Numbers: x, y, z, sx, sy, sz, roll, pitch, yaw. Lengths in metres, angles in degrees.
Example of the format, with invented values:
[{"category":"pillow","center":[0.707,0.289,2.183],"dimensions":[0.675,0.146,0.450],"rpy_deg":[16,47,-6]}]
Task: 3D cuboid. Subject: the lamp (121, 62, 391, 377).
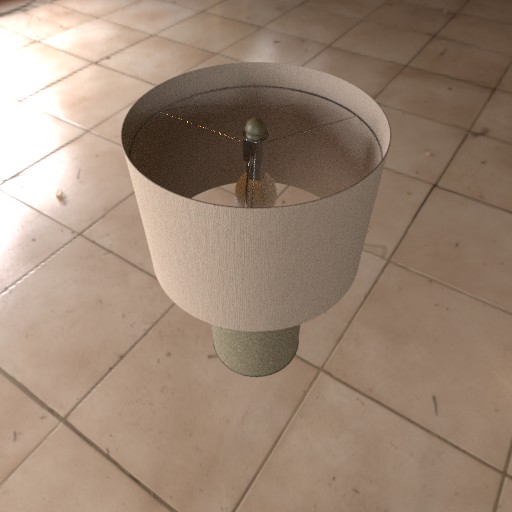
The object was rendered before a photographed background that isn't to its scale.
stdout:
[{"category":"lamp","center":[0.000,0.000,0.708],"dimensions":[0.318,0.486,0.318],"rpy_deg":[0,47,0]}]
